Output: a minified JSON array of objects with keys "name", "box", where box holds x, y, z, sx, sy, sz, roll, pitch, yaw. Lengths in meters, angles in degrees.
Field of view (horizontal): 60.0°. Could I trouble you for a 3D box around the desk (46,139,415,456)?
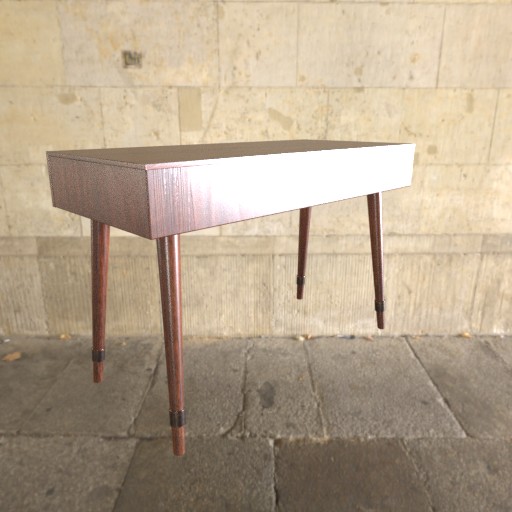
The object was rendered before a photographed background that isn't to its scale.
[{"name":"desk","box":[0.000,0.000,2.153,1.577,1.031,0.734,-16,23,-42]}]
